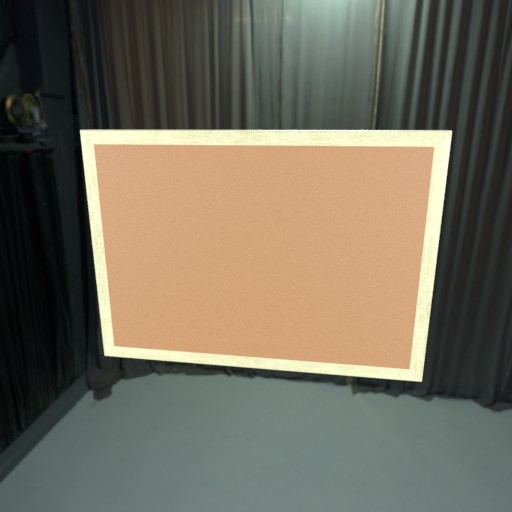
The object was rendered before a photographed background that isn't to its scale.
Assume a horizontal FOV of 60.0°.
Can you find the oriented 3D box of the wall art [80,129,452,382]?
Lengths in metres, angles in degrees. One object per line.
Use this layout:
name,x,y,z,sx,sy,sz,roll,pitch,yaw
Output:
wall art,0.000,0.000,0.697,0.533,0.381,0.032,3,17,8
